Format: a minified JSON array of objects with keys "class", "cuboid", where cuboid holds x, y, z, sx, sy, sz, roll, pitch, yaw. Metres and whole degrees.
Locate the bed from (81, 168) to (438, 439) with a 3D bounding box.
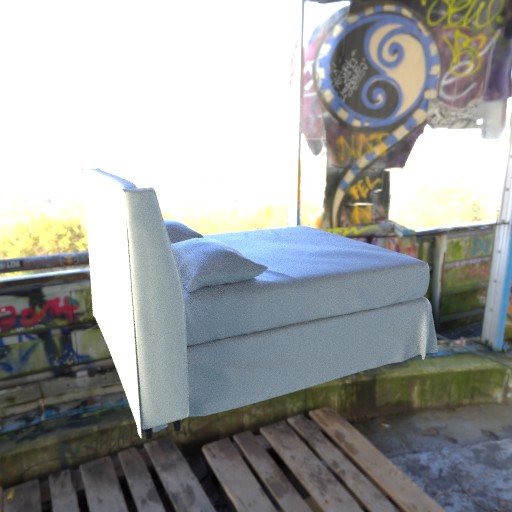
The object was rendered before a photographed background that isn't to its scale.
[{"class":"bed","cuboid":[0.000,0.000,3.428,2.276,1.332,1.925,-7,16,-25]}]
